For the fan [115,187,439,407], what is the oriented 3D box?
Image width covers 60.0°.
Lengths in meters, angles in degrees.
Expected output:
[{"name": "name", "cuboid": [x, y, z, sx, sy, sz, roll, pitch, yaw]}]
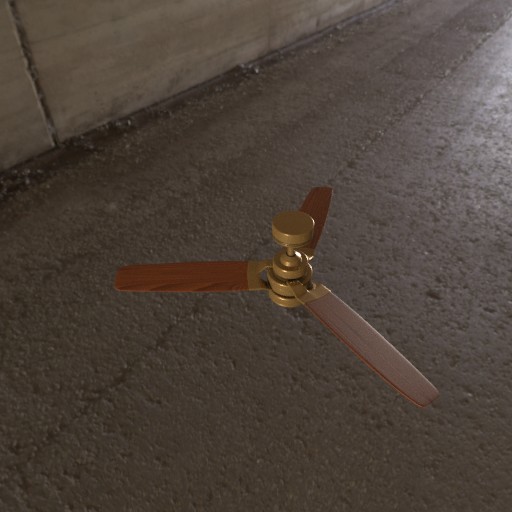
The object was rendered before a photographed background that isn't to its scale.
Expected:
[{"name": "fan", "cuboid": [0.000, 0.000, 1.989, 1.271, 0.425, 1.416, -1, 41, -1]}]
